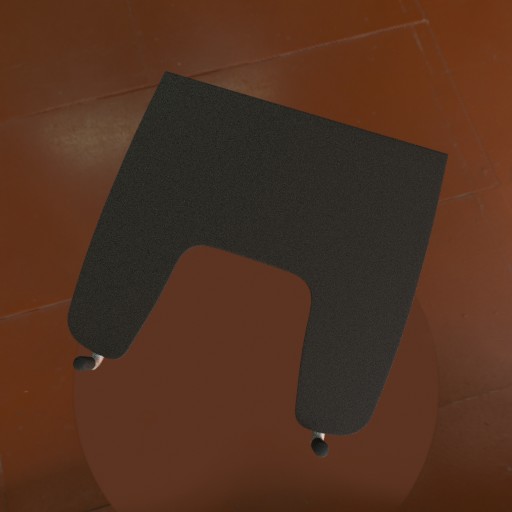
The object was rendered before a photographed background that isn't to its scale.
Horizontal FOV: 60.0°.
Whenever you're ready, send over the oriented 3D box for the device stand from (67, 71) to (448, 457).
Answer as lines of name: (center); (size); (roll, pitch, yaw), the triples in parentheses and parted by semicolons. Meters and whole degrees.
device stand: (0.000, 0.000, 0.338); (0.230, 0.092, 0.230); (18, 76, 5)
